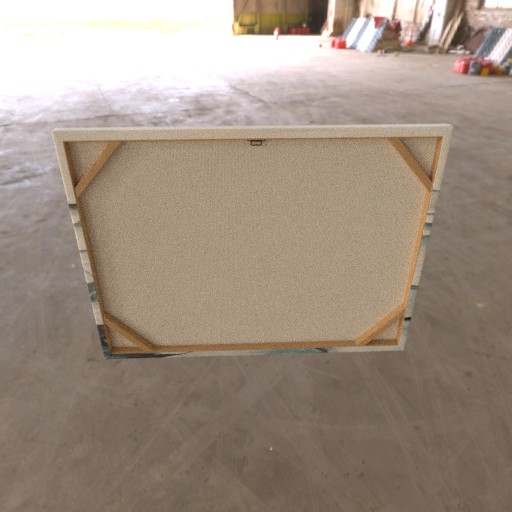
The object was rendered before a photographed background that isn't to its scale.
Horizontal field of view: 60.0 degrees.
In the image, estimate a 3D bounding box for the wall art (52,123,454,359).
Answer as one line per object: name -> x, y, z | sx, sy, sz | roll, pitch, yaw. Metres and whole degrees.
wall art -> 0.000, 0.000, 1.586 | 1.219, 0.915, 0.039 | -1, 31, -2
